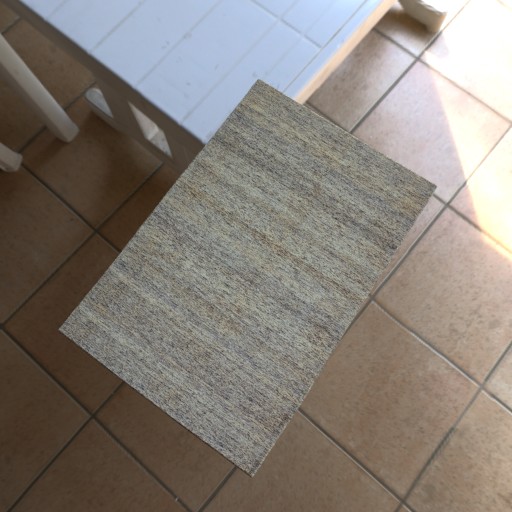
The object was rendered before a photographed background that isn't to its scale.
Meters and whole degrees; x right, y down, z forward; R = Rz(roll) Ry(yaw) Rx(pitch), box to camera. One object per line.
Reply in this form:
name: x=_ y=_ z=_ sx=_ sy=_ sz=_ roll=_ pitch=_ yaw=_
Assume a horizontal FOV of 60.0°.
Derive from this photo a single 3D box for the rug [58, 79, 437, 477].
rug: x=0.000 y=0.000 z=2.410 sx=1.243 sy=0.014 sz=1.846 roll=34 pitch=78 yaw=8
